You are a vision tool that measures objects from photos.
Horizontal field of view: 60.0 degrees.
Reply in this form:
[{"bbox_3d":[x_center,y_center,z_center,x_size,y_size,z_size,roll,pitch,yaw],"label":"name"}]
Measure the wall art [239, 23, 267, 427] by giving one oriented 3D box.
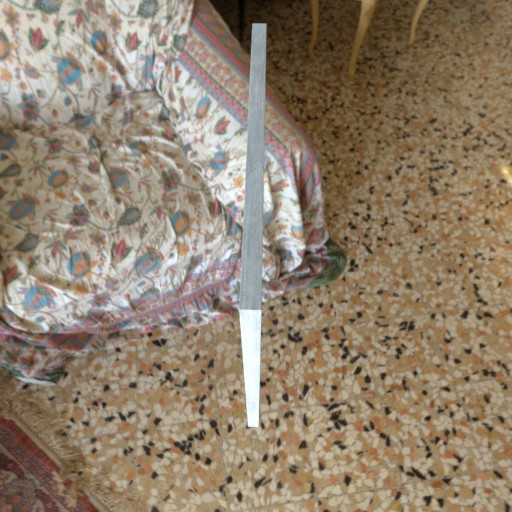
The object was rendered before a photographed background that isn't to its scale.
[{"bbox_3d":[0.000,0.000,0.802,0.022,0.582,0.479,1,59,1],"label":"wall art"}]
